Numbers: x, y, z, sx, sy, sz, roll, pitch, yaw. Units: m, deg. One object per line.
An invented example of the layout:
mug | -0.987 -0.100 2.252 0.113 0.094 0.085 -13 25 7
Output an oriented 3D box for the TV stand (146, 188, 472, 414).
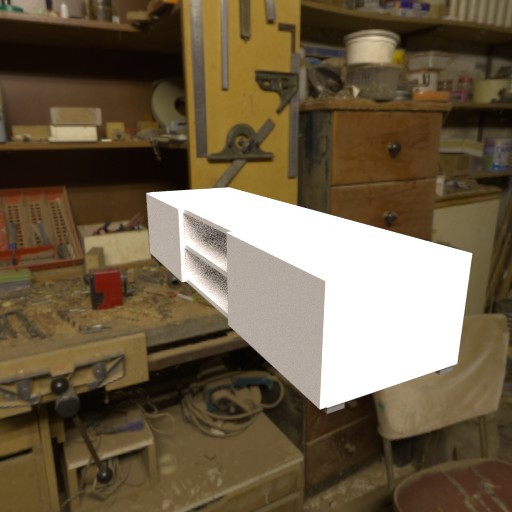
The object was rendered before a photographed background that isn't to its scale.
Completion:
TV stand | 0.000 0.000 1.589 0.420 0.310 1.400 -8 18 -26
